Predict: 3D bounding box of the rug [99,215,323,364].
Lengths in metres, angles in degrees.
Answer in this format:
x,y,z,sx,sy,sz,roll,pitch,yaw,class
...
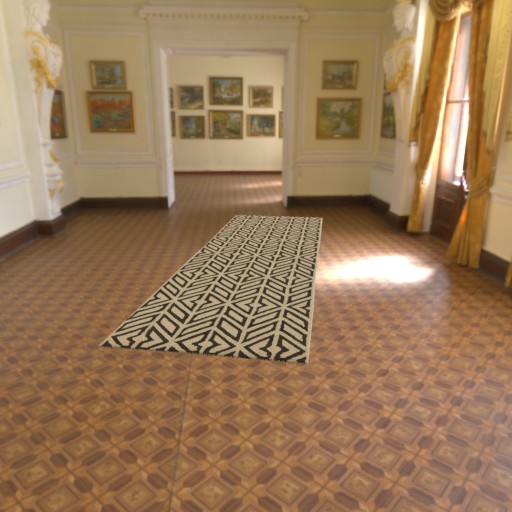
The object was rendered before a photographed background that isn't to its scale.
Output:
x,y,z,sx,sy,sz,roll,pitch,yaw,class
0.000,0.000,2.683,0.750,0.009,2.435,3,17,9,rug
